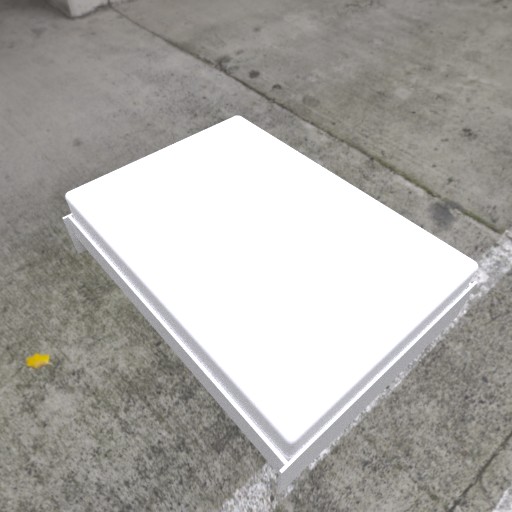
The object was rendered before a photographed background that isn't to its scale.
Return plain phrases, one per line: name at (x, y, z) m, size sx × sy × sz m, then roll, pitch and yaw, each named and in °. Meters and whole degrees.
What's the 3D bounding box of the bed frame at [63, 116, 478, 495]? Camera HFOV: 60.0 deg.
bed frame at (0.000, 0.000, 2.594) m, size 1.445 × 0.497 × 1.945 m, roll -33°, pitch 56°, yaw -26°
